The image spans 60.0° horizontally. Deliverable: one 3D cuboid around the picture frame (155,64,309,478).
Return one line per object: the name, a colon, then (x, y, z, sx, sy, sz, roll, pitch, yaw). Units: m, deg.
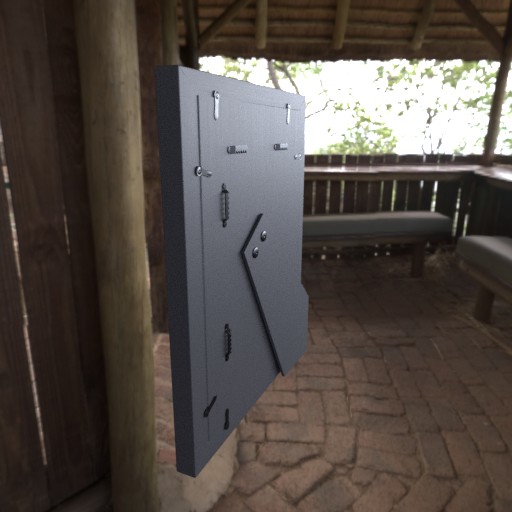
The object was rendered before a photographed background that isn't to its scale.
picture frame: (0.000, 0.000, 0.528, 0.036, 0.383, 0.307, 7, 17, 24)
